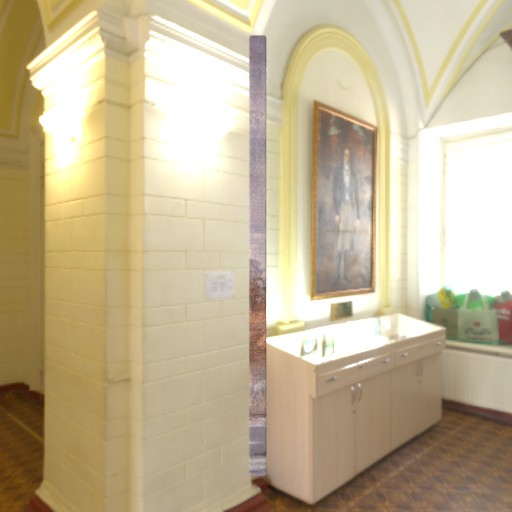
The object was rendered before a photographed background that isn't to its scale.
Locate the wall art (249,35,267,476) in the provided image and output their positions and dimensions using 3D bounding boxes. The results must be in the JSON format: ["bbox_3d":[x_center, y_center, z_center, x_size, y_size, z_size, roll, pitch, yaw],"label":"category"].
[{"bbox_3d":[0.000,0.000,1.528,0.040,1.020,1.010,0,0,0],"label":"wall art"}]
